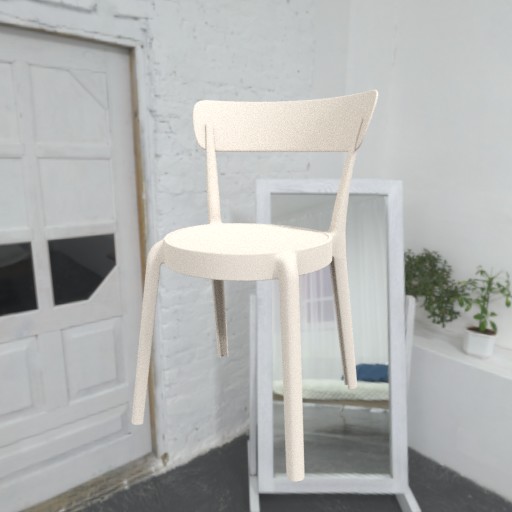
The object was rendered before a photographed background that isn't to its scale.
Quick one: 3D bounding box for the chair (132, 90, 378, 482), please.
[{"bbox_3d":[0.000,0.000,1.107,0.506,0.790,0.491,7,15,26],"label":"chair"}]
